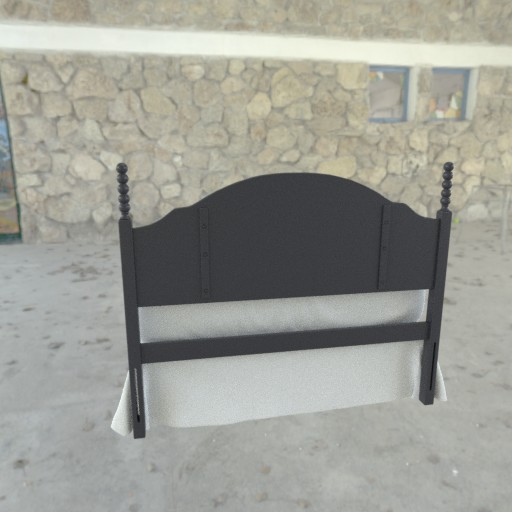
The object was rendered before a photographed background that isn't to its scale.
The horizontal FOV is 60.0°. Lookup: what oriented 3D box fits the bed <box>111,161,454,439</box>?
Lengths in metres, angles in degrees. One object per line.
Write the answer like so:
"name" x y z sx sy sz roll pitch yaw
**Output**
"bed" 0.000 0.000 3.186 1.873 1.356 2.040 -2 13 -11
